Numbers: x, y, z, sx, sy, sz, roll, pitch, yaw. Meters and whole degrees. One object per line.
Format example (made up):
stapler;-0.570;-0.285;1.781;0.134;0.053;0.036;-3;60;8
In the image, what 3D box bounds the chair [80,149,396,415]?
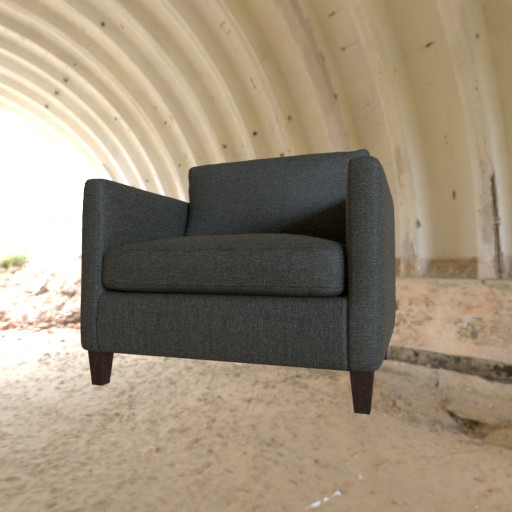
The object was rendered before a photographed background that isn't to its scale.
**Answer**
chair;0.000;0.000;1.882;1.107;0.963;0.959;-1;-2;19
